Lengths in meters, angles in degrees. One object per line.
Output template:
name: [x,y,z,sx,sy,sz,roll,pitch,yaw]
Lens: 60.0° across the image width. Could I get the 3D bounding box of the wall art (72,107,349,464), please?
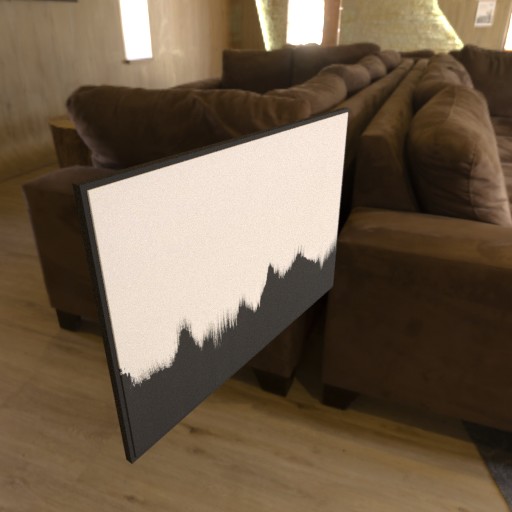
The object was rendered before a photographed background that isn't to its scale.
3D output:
wall art: [0.000,0.000,1.480,0.028,0.805,1.190,19,32,32]
